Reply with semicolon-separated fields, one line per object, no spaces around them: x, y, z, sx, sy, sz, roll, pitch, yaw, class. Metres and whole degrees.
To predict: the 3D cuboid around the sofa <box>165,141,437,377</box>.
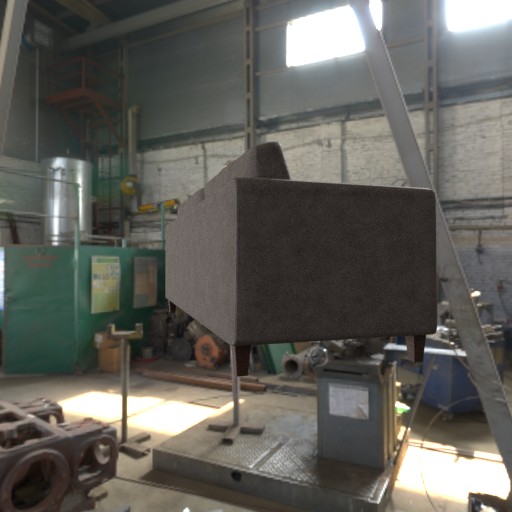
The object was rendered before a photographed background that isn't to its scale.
0.000;0.000;2.929;0.951;0.965;2.434;0;-1;-17;sofa
